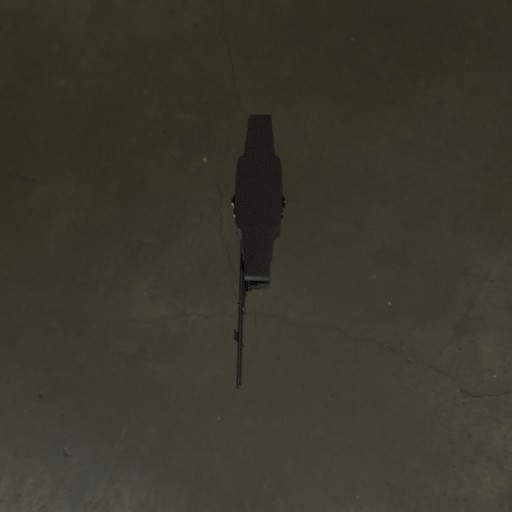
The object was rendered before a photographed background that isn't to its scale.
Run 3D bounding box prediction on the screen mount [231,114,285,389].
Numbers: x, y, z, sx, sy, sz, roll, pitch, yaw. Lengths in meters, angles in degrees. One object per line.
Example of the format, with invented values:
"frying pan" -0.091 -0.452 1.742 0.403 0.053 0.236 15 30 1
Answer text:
"screen mount" 0.000 0.000 1.020 0.090 0.775 0.595 1 76 0
